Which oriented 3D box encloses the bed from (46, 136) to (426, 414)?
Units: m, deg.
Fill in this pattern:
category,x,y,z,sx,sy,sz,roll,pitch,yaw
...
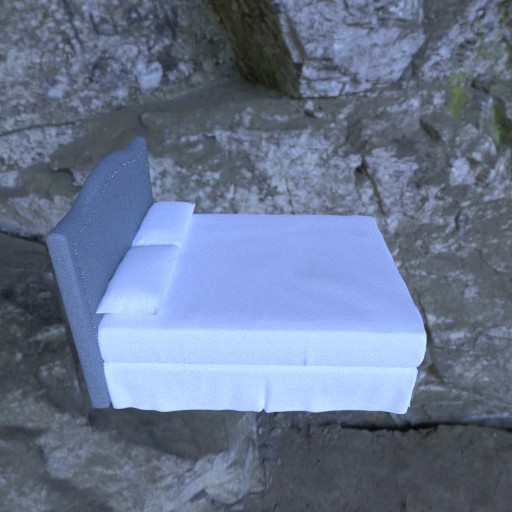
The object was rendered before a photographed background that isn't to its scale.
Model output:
category,x,y,z,sx,sy,sz,roll,pitch,yaw
bed,0.000,0.000,3.303,2.143,1.460,1.753,1,31,1
